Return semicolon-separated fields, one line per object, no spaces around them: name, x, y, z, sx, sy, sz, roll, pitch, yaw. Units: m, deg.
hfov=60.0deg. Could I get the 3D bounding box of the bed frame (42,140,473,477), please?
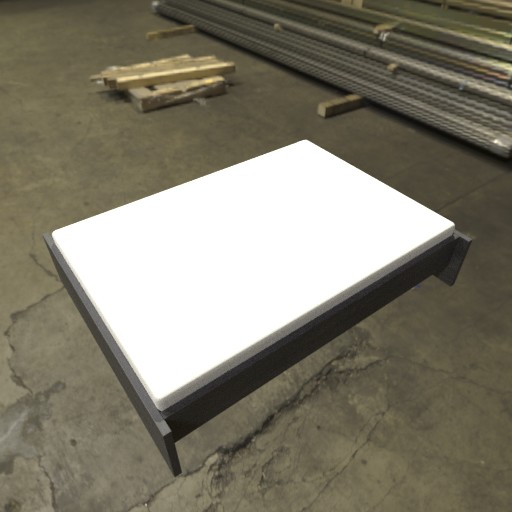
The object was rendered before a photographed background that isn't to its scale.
bed frame;0.000;0.000;2.620;1.950;0.432;1.490;-26;48;-26
